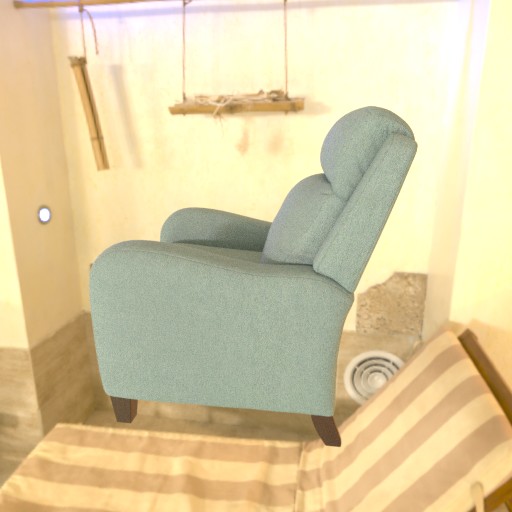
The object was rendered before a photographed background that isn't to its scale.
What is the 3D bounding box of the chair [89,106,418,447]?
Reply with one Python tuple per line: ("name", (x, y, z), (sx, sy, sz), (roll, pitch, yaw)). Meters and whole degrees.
("chair", (0.000, 0.000, 1.693), (0.988, 1.067, 0.785), (2, 16, 8))
